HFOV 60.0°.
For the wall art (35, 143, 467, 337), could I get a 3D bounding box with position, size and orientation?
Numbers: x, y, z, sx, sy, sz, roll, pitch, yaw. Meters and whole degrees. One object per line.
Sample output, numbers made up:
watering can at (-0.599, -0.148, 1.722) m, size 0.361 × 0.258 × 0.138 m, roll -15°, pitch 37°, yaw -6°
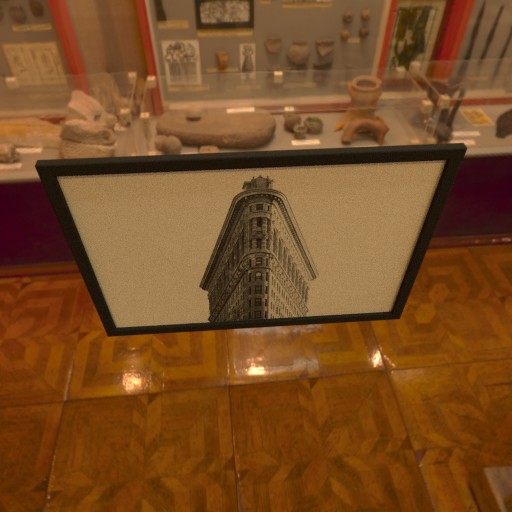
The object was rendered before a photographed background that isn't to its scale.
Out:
wall art at (0.000, 0.000, 1.224) m, size 0.958 × 0.656 × 0.026 m, roll -3°, pitch 46°, yaw -3°
